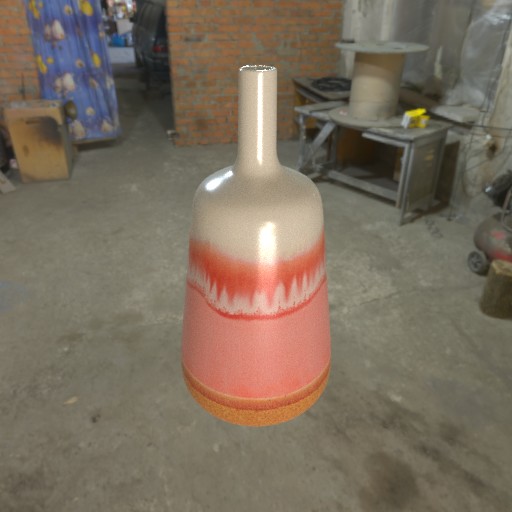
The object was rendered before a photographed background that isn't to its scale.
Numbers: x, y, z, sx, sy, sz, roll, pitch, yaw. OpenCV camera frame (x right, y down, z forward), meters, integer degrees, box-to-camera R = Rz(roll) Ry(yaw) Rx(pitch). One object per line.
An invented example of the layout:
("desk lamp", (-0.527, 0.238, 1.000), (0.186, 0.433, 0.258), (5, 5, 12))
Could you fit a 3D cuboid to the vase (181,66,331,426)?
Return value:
("vase", (0.000, 0.000, 0.377), (0.144, 0.296, 0.144), (0, 30, 0))
